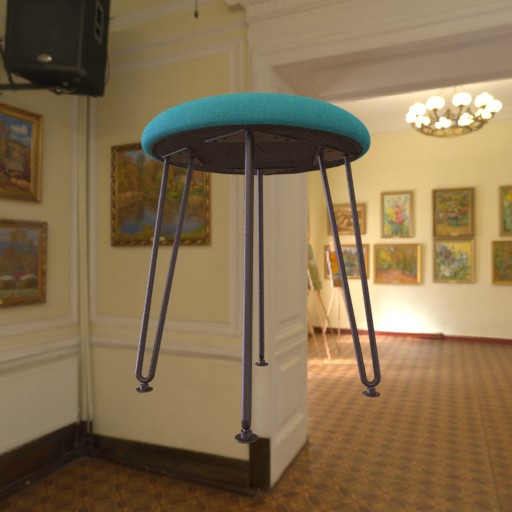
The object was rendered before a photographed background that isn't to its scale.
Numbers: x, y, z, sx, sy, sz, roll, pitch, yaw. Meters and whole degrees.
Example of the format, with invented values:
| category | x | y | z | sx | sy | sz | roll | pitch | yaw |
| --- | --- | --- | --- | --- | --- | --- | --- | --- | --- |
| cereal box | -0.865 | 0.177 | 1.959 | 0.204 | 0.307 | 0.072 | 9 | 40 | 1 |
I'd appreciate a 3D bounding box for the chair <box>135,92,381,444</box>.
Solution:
| category | x | y | z | sx | sy | sz | roll | pitch | yaw |
| --- | --- | --- | --- | --- | --- | --- | --- | --- | --- |
| chair | 0.000 | 0.000 | 0.699 | 0.350 | 0.430 | 0.350 | 0 | 0 | 37 |
